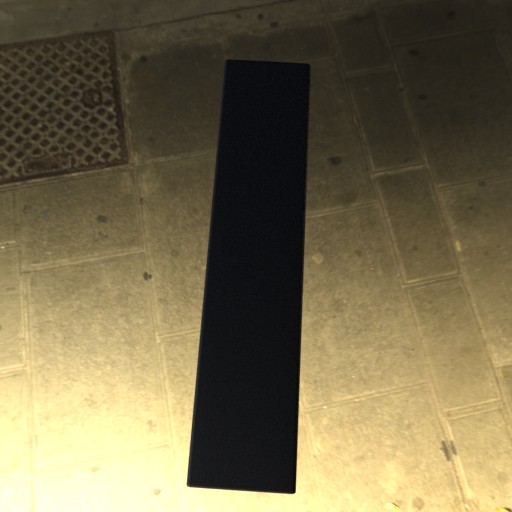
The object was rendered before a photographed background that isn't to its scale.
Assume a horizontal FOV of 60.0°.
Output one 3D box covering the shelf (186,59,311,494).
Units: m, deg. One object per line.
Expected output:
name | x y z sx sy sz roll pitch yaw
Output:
shelf | 0.000 0.000 0.485 0.102 0.053 0.456 3 76 1
